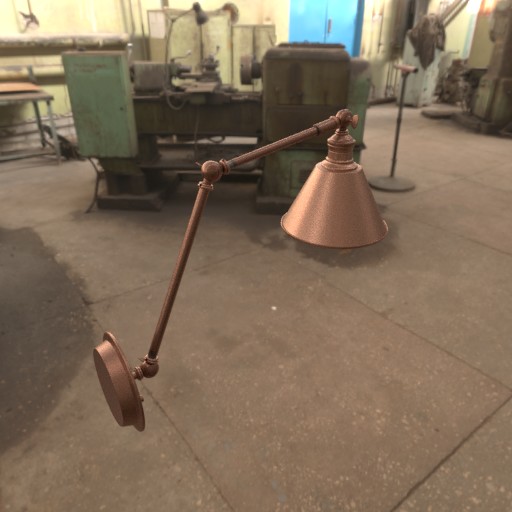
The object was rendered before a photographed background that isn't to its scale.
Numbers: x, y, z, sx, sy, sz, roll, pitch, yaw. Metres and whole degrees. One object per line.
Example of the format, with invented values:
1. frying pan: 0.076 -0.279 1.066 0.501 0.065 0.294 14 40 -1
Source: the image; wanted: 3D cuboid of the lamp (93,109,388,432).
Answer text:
1. lamp: 0.000 0.000 0.846 0.624 0.502 0.223 -18 32 -30
